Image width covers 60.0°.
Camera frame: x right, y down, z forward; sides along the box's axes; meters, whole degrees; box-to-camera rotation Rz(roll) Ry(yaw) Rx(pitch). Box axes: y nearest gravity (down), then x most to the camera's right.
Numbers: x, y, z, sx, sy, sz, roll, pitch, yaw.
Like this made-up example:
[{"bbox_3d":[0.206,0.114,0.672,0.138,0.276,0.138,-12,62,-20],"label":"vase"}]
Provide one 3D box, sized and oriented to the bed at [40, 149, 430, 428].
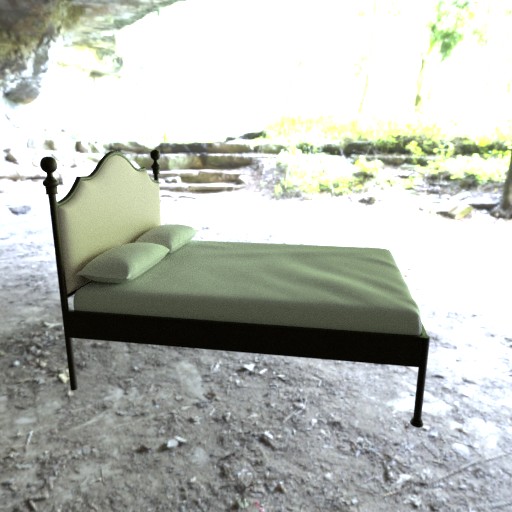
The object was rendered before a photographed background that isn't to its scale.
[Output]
[{"bbox_3d":[0.000,0.000,3.269,2.224,1.499,1.642,3,15,10],"label":"bed"}]
